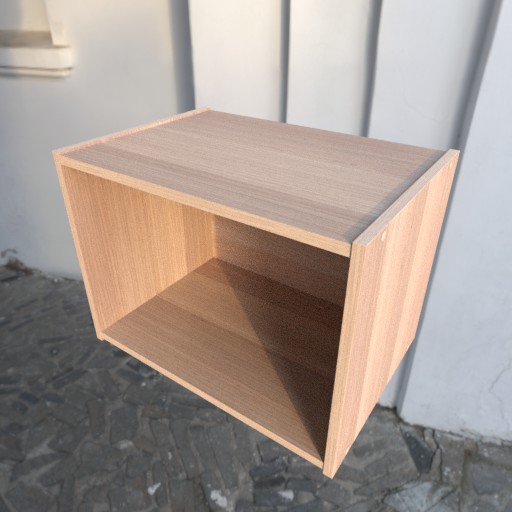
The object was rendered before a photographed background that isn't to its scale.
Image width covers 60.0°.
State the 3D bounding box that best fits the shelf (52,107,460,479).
[{"bbox_3d":[0.000,0.000,0.628,0.415,0.305,0.290,20,36,29],"label":"shelf"}]
